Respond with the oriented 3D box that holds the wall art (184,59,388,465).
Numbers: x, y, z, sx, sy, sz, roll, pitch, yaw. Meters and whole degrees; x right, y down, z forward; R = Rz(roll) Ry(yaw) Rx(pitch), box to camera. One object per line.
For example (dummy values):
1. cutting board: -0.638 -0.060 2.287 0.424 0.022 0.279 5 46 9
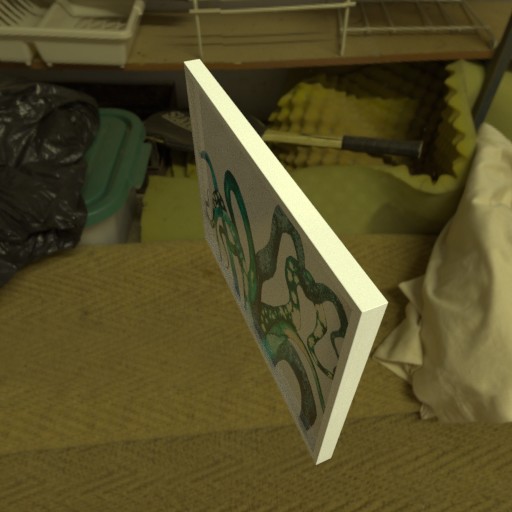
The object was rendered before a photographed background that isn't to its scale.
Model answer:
1. wall art: 0.000 0.000 1.370 0.053 0.787 1.041 -17 50 -15
